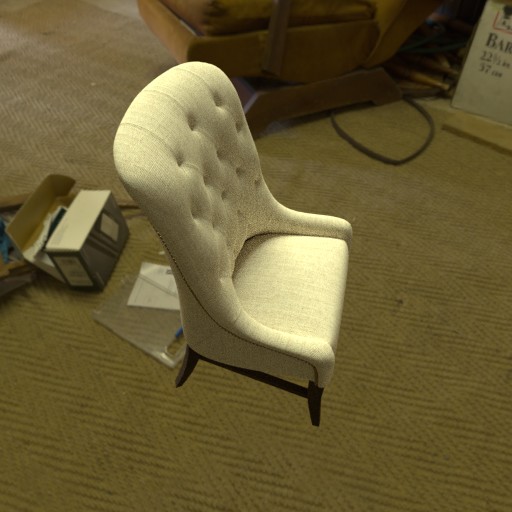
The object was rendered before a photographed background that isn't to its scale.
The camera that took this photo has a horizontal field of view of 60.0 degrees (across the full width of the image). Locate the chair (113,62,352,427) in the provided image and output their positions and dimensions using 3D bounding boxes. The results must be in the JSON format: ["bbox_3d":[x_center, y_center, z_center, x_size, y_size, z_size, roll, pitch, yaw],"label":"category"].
[{"bbox_3d":[0.000,0.000,1.474,0.629,1.091,0.634,10,48,9],"label":"chair"}]
